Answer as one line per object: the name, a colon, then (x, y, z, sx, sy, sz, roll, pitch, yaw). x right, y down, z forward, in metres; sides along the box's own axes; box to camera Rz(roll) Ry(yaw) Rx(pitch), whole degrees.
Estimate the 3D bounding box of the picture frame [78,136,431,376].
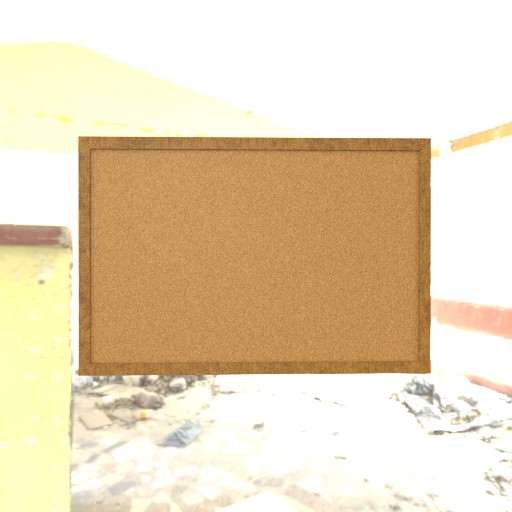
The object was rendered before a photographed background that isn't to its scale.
picture frame: (0.000, 0.000, 1.173, 0.922, 0.621, 0.029, 0, 0, -1)
